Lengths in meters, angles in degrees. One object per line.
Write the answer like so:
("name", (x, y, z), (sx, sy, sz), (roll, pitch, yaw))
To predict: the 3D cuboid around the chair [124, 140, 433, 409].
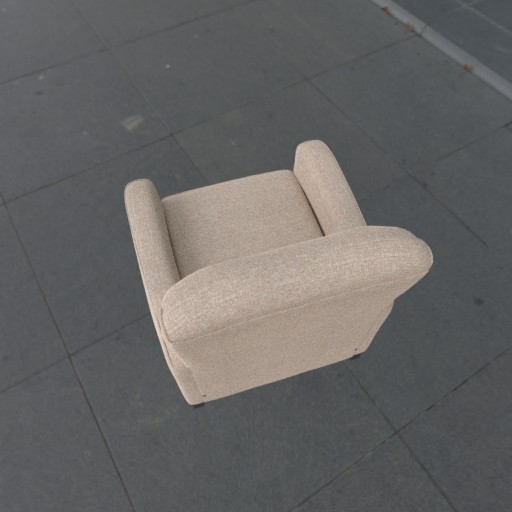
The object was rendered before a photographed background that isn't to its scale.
("chair", (0.000, 0.000, 1.640), (0.841, 1.028, 0.858), (-15, 60, -9))
